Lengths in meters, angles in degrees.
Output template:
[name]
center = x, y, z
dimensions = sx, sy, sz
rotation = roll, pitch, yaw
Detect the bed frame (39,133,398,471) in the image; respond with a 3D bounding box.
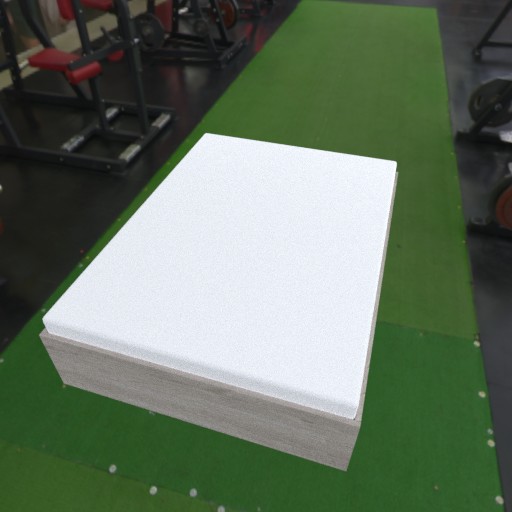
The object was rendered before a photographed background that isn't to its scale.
[bed frame]
center = 0.000, 0.000, 2.637
dimensions = 1.448, 0.490, 1.944
rotation = 12, 43, 13
